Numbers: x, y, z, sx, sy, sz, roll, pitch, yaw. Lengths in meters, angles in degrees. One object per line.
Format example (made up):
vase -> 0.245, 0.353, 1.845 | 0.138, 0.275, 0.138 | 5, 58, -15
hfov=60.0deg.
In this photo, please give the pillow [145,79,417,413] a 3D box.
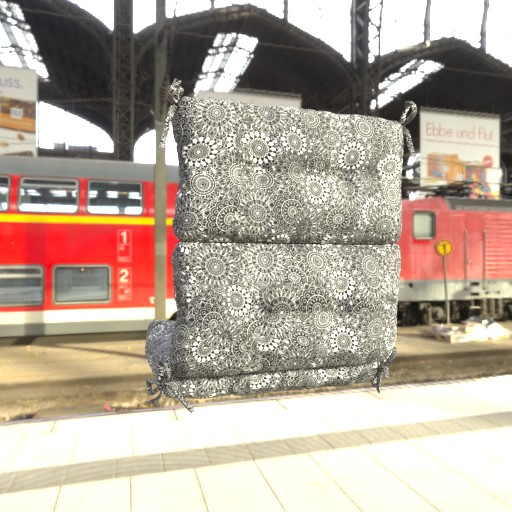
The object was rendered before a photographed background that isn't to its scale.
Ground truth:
pillow -> 0.000, 0.000, 1.044 | 0.519, 0.605, 0.571 | 0, 0, -18
